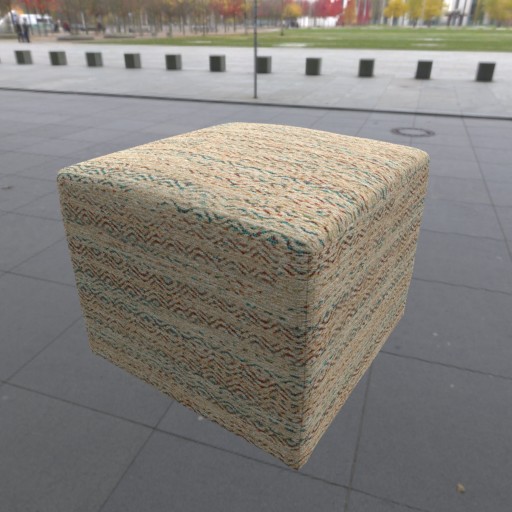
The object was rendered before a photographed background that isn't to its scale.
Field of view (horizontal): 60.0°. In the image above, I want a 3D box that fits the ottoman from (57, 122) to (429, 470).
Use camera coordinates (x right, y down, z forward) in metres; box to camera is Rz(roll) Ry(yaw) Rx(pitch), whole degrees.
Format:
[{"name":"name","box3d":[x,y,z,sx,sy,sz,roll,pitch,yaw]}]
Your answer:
[{"name":"ottoman","box3d":[0.000,0.000,0.901,0.512,0.453,0.521,18,33,30]}]
